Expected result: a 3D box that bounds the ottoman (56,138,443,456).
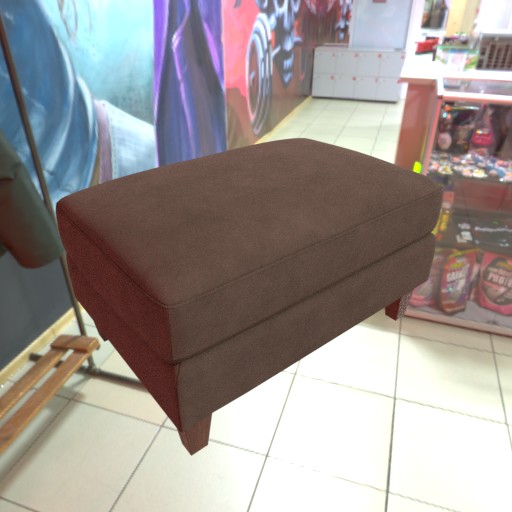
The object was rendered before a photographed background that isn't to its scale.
[{"bbox_3d":[0.000,0.000,1.211,0.864,0.483,0.584,-23,37,-33],"label":"ottoman"}]
